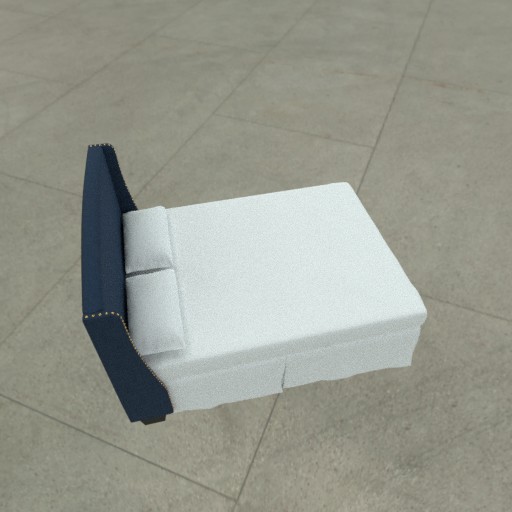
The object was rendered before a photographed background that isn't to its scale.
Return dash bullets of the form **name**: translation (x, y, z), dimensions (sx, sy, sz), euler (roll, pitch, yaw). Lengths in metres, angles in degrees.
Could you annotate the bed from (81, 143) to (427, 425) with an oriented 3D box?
- **bed**: translation (0.000, 0.000, 3.333), dimensions (2.223, 1.402, 1.604), euler (-10, 48, -9)
